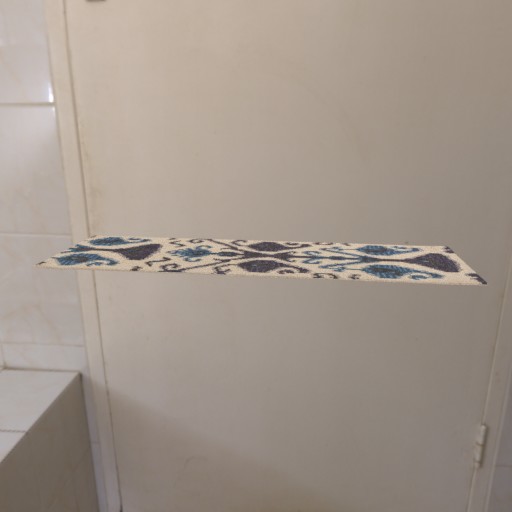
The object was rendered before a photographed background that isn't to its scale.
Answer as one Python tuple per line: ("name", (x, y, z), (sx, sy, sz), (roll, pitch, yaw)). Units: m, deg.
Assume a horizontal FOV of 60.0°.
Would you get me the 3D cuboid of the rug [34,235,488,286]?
("rug", (0.000, 0.000, 2.546), (2.301, 0.017, 0.692), (2, 17, 7))
